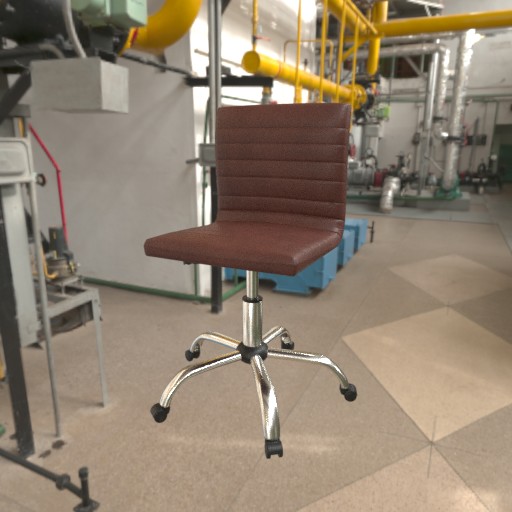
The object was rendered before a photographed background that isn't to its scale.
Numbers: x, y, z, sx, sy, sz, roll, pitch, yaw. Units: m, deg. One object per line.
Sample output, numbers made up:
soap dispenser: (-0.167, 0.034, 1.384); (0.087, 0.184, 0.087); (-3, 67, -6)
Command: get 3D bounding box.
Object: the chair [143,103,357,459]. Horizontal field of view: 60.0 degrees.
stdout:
chair: (0.000, 0.000, 1.170); (0.556, 0.780, 0.530); (7, 17, 25)
